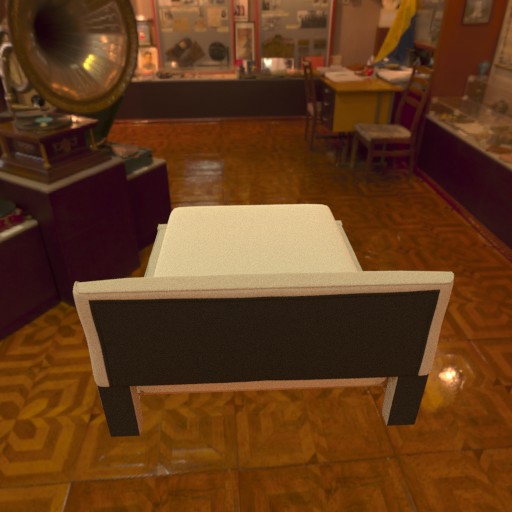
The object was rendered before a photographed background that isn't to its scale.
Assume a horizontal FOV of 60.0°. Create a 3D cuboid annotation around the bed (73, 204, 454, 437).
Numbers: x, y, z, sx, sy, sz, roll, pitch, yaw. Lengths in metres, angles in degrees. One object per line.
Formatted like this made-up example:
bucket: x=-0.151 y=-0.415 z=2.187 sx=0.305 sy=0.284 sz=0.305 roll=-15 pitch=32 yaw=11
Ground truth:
bed: x=0.000 y=0.000 z=3.313 sx=1.840 sy=1.067 sz=2.368 roll=-1 pitch=31 yaw=-2
